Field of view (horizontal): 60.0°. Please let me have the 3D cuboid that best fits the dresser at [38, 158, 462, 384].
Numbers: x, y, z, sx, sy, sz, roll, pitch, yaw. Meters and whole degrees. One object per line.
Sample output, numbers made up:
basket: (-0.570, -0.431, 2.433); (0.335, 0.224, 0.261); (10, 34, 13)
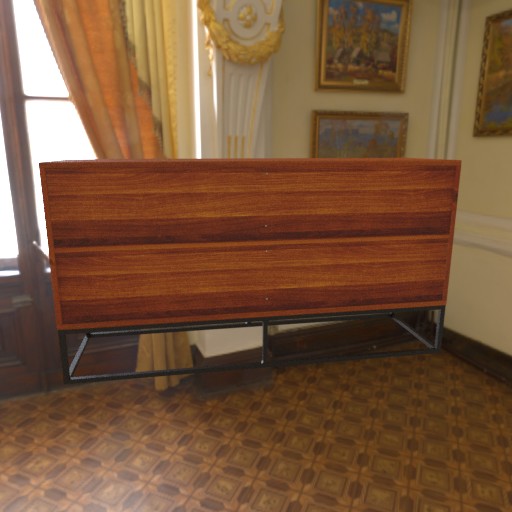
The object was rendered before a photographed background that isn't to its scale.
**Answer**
dresser: (0.000, 0.000, 1.903); (1.536, 0.810, 0.464); (-2, 14, -10)
